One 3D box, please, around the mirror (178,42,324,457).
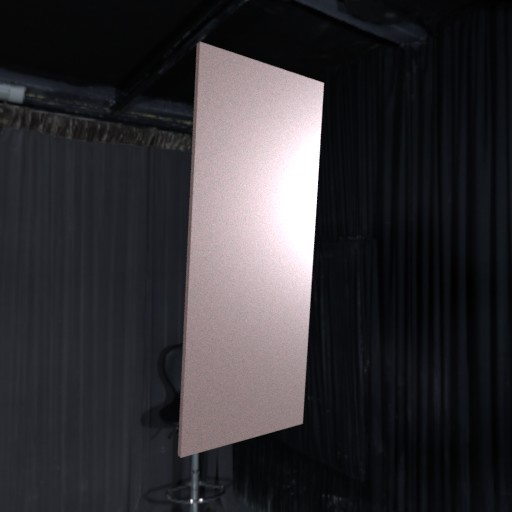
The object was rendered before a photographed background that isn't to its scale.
[{"bbox_3d":[0.000,0.000,2.404,0.812,2.020,0.221,1,-1,-36],"label":"mirror"}]
